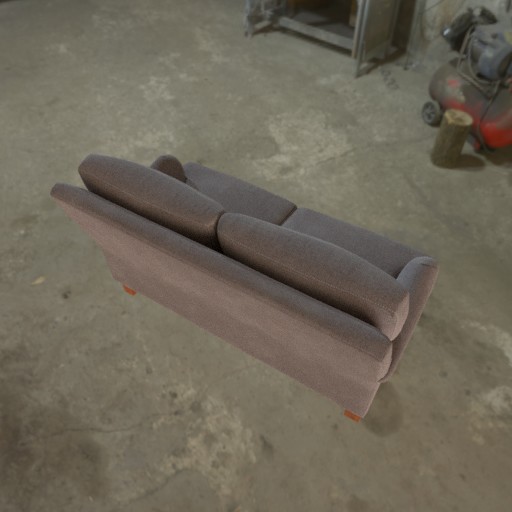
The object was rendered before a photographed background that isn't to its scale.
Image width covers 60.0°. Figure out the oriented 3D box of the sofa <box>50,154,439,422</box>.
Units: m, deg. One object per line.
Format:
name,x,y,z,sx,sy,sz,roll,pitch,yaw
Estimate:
sofa,0.000,0.000,2.528,1.853,1.101,1.084,25,52,21
